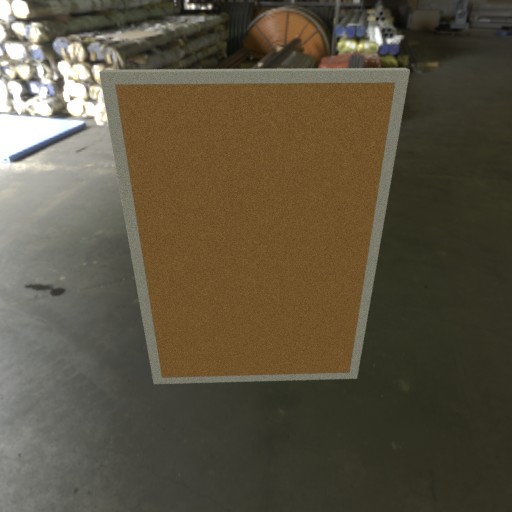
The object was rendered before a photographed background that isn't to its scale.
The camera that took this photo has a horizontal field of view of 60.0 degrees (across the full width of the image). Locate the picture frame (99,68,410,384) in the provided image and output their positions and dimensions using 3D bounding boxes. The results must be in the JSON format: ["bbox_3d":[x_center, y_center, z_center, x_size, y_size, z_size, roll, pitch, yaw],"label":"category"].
[{"bbox_3d":[0.000,0.000,0.554,0.305,0.434,0.013,-1,32,-2],"label":"picture frame"}]
